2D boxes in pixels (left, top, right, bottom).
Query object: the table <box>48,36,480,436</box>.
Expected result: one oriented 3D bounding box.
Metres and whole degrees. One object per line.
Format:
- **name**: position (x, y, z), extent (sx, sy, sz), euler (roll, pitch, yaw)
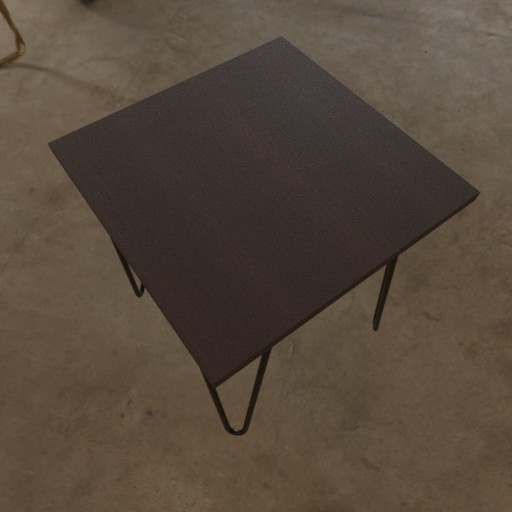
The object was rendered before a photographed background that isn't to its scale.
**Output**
- **table**: position (0.000, 0.000, 0.949), extent (0.495, 0.559, 0.495), euler (-32, 64, -18)
